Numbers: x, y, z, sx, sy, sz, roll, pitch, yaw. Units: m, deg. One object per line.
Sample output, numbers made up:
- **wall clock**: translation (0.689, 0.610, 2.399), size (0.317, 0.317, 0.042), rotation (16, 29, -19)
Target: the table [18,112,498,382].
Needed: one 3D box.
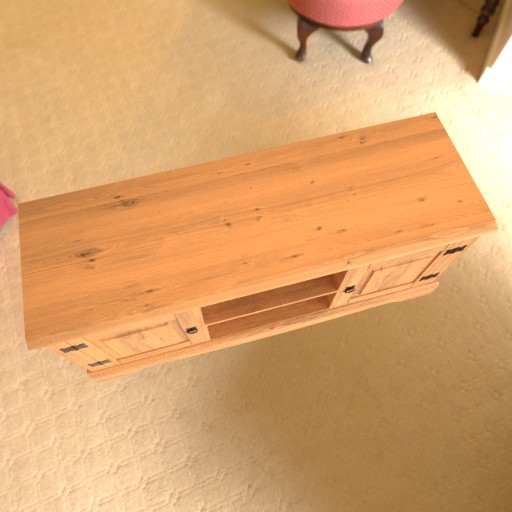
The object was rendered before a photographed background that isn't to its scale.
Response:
- **table**: translation (0.000, 0.000, 1.391), size (1.200, 0.510, 0.400), rotation (-14, 66, -6)
